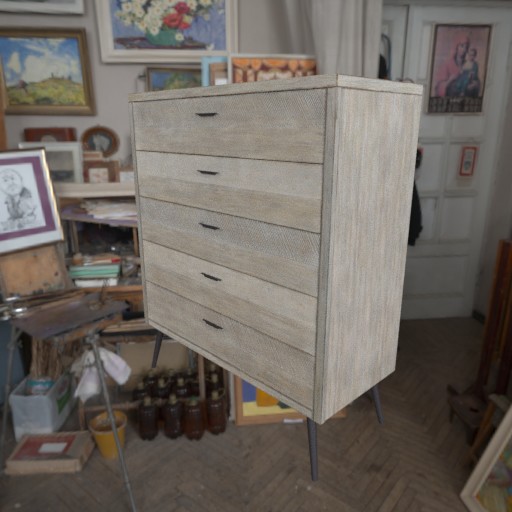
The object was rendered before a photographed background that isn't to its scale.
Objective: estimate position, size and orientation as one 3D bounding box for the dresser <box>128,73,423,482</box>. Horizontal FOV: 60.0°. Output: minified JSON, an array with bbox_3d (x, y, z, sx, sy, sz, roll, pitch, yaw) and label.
[{"bbox_3d":[0.000,0.000,1.732,0.457,1.219,1.016,-15,22,-42],"label":"dresser"}]
